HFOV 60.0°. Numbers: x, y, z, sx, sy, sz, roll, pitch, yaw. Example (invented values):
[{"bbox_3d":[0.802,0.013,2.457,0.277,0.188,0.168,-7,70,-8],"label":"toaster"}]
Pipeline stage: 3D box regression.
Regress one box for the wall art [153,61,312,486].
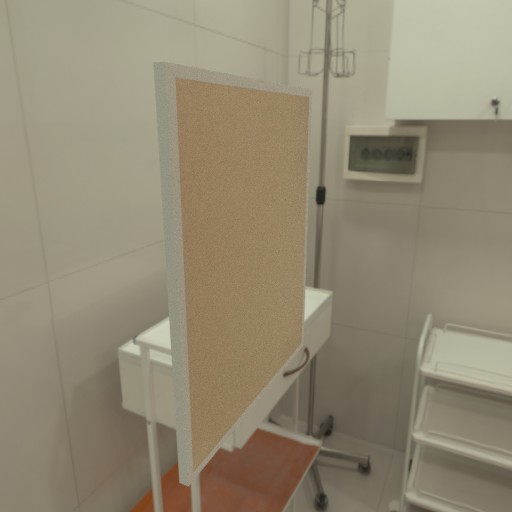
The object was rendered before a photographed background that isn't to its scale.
[{"bbox_3d":[0.000,0.000,0.616,0.013,0.456,0.382,8,19,25],"label":"wall art"}]
